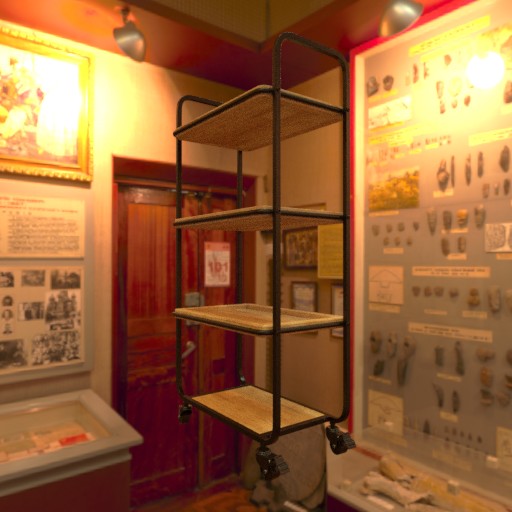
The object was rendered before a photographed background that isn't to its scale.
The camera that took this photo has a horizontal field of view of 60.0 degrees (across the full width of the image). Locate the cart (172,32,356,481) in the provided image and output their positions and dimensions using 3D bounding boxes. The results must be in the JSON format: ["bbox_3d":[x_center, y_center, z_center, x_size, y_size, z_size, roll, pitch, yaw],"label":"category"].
[{"bbox_3d":[0.000,0.000,1.320,0.321,1.080,0.545,0,-1,-37],"label":"cart"}]
